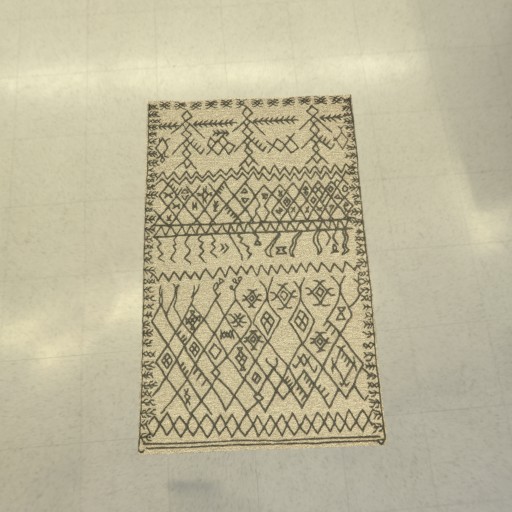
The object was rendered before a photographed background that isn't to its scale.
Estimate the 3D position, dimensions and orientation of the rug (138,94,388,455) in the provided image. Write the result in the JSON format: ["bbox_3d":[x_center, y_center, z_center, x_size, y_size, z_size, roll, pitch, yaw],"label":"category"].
[{"bbox_3d":[0.000,0.000,3.006,1.530,0.012,2.444,-2,75,-1],"label":"rug"}]
